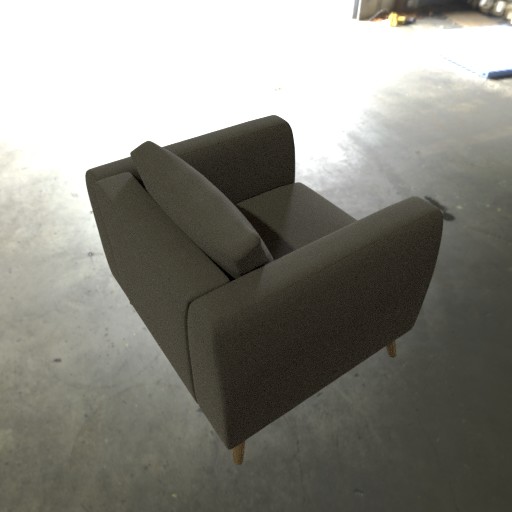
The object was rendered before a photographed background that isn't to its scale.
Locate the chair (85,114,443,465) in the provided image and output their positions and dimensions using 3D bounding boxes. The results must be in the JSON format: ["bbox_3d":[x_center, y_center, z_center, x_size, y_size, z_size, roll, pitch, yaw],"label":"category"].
[{"bbox_3d":[0.000,0.000,1.746,0.930,0.860,1.000,-25,47,-25],"label":"chair"}]
